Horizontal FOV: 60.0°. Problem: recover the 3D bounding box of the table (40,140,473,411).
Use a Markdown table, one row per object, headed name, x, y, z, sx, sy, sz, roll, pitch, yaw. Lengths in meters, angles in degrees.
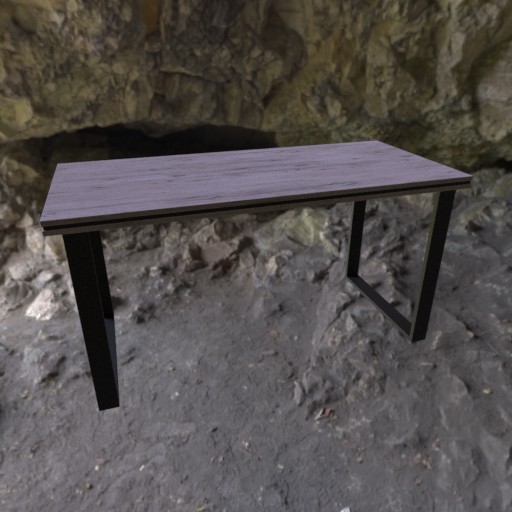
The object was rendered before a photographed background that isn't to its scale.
| name | x | y | z | sx | sy | sz | roll | pitch | yaw |
| --- | --- | --- | --- | --- | --- | --- | --- | --- | --- |
| table | 0.000 | 0.000 | 2.266 | 1.778 | 0.899 | 0.795 | -8 | 27 | -16 |
